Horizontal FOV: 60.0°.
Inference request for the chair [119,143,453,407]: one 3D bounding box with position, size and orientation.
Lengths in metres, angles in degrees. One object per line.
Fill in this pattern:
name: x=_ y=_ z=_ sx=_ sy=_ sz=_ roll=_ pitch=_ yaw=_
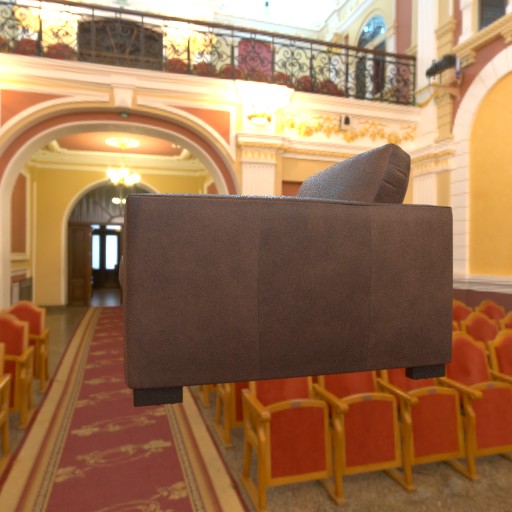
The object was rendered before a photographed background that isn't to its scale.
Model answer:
chair: x=0.000 y=0.000 z=1.811 sx=1.069 sy=0.812 sz=1.100 roll=0 pitch=0 yaw=-17
